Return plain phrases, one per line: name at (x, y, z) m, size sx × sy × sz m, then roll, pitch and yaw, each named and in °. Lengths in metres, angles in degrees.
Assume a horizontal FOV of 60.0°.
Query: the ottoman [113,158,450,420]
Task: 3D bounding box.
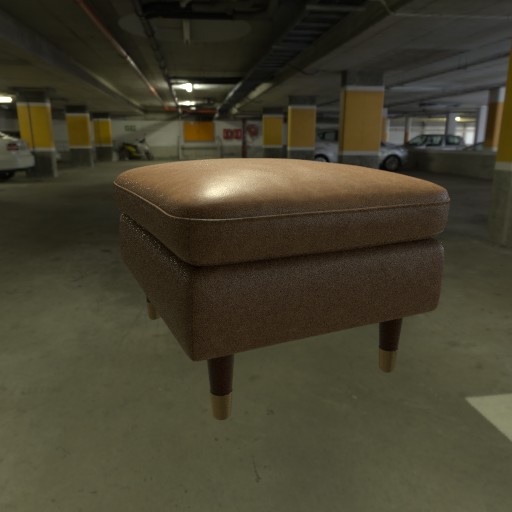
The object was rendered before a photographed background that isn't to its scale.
ottoman at (0.000, 0.000, 1.122) m, size 0.593 × 0.478 × 0.747 m, roll -7°, pitch 16°, yaw -25°
